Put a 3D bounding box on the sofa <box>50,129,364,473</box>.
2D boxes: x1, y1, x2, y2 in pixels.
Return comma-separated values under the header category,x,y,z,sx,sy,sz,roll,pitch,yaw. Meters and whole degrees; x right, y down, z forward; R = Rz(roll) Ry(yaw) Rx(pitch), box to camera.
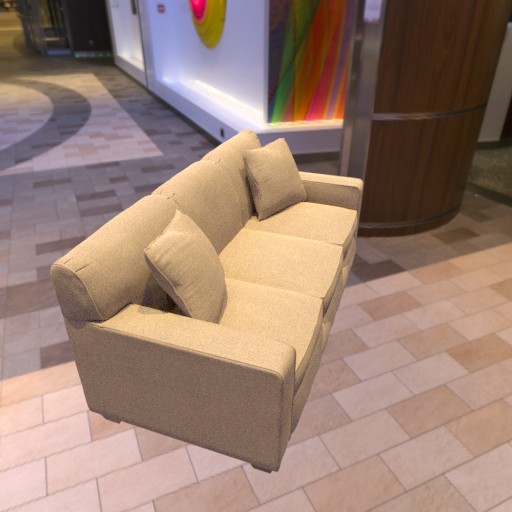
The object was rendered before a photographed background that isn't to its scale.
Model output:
category,x,y,z,sx,sy,sz,roll,pitch,yaw
sofa,0.000,0.000,2.569,0.997,0.958,2.024,10,32,17
